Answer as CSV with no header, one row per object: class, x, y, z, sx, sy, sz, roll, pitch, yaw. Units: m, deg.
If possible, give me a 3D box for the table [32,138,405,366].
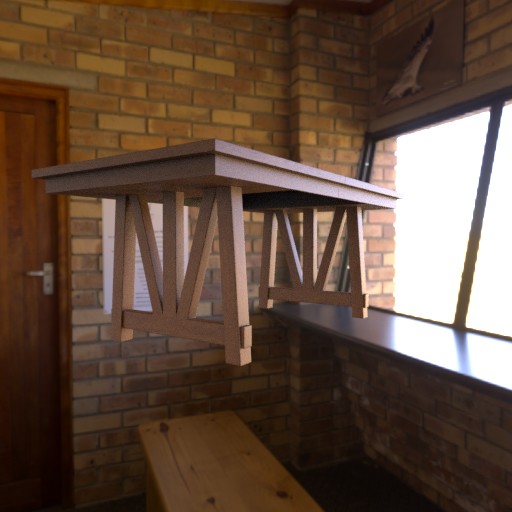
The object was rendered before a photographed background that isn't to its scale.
table,0.000,0.000,2.379,1.016,0.768,1.881,1,2,35
